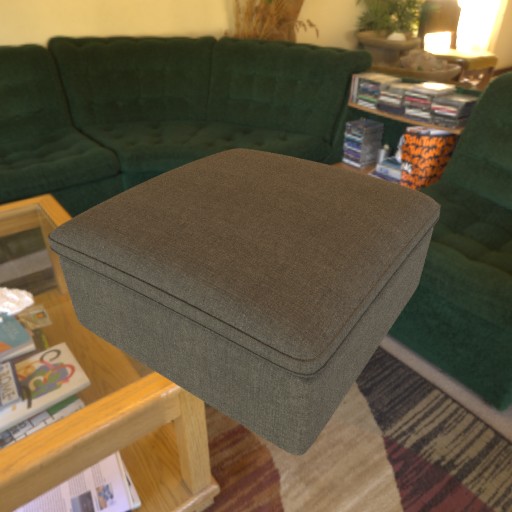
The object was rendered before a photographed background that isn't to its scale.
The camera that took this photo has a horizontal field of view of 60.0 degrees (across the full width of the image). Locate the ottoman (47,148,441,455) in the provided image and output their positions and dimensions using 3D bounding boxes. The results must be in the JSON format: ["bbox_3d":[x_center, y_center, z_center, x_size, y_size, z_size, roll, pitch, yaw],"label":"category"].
[{"bbox_3d":[0.000,0.000,1.707,1.067,0.559,1.067,21,38,29],"label":"ottoman"}]
